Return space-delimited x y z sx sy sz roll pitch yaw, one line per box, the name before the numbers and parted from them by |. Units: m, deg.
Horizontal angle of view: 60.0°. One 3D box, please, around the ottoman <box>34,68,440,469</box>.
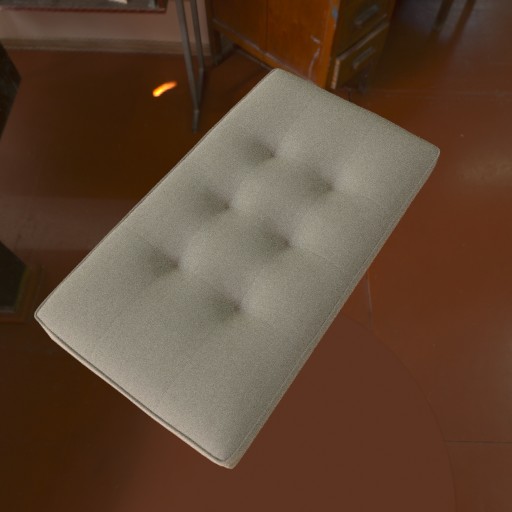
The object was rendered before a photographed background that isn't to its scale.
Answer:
ottoman | 0.000 0.000 1.444 0.648 0.508 1.143 33 68 15
